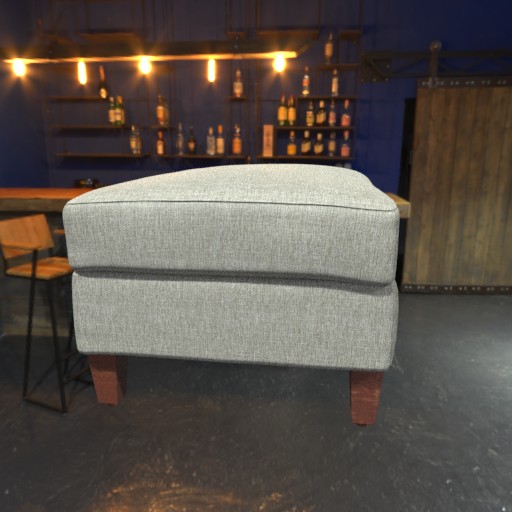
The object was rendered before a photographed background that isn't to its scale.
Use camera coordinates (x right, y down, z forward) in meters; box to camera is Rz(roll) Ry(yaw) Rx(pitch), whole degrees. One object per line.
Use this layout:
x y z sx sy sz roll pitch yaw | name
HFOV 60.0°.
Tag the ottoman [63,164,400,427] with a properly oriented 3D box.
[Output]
0.000 0.000 1.215 0.639 0.494 0.873 2 14 7 | ottoman
